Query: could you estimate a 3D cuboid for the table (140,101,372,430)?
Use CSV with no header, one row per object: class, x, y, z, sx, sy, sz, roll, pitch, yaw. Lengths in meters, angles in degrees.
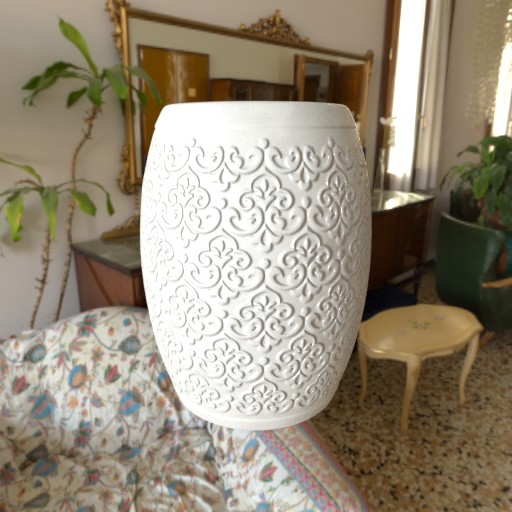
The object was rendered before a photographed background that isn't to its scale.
table,0.000,0.000,0.617,0.309,0.397,0.309,0,16,0
